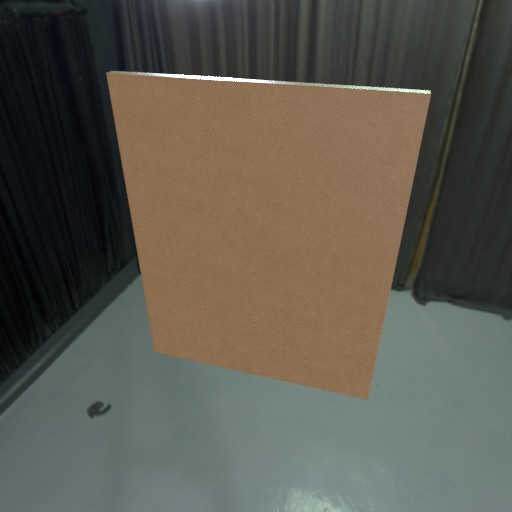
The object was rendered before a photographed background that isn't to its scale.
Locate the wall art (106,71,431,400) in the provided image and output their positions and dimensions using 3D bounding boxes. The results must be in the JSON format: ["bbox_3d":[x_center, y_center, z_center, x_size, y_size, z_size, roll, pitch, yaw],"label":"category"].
[{"bbox_3d":[0.000,0.000,1.337,0.798,1.002,0.030,9,34,14],"label":"wall art"}]
